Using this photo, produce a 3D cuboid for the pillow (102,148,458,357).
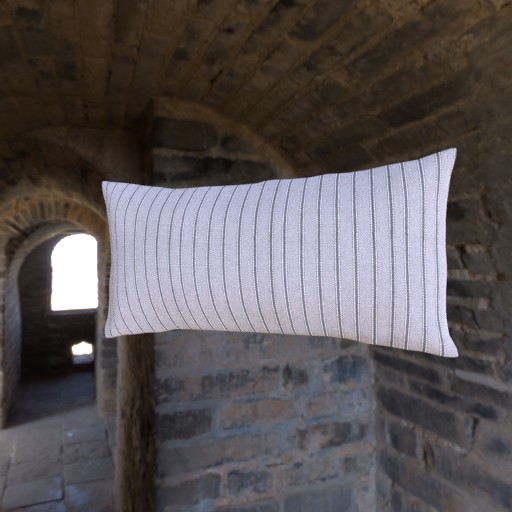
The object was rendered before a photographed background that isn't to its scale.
[{"bbox_3d":[0.000,0.000,0.731,0.609,0.305,0.151,0,-1,19],"label":"pillow"}]
